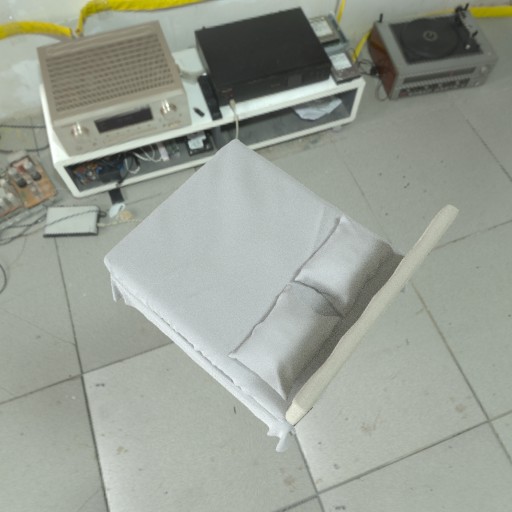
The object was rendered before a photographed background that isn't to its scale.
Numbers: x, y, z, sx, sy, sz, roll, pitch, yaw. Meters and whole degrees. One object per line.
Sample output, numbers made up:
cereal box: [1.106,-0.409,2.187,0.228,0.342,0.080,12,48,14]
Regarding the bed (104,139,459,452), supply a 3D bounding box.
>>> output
bed: [0.000,0.000,3.556,2.222,1.577,1.936,37,70,16]
